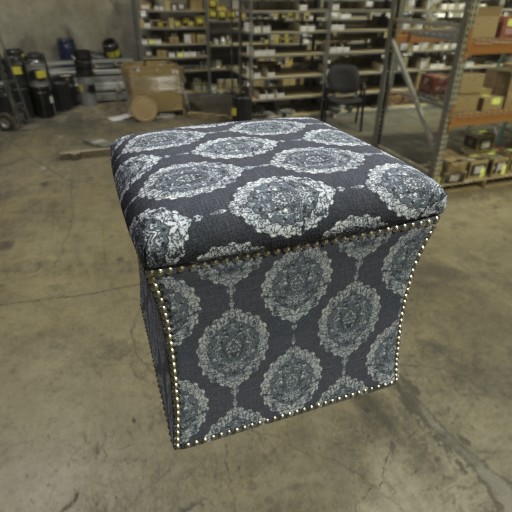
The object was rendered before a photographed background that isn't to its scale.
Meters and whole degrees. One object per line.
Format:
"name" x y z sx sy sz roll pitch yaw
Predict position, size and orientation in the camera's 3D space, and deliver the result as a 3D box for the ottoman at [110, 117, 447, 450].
"ottoman" 0.000 0.000 0.927 0.507 0.475 0.497 -11 33 -17
